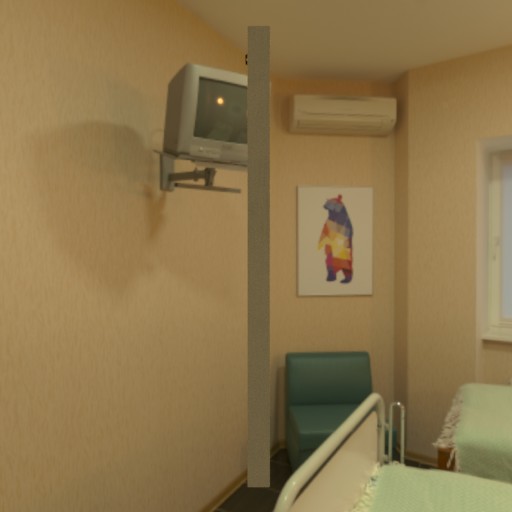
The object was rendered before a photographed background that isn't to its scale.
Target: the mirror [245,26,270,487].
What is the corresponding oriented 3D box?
[{"bbox_3d":[0.000,0.000,0.935,0.039,0.710,0.507,0,1,0],"label":"mirror"}]
